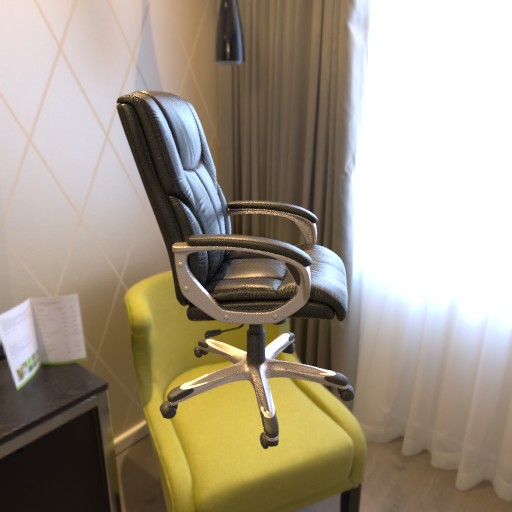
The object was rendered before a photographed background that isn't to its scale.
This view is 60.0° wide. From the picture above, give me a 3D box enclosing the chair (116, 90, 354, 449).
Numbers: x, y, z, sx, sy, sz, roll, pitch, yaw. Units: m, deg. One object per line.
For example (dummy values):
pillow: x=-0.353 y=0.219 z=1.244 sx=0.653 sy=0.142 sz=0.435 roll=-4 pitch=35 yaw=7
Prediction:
chair: x=0.000 y=0.000 z=1.633 sx=0.780 sy=1.145 sz=0.700 roll=3 pitch=18 yaw=9
